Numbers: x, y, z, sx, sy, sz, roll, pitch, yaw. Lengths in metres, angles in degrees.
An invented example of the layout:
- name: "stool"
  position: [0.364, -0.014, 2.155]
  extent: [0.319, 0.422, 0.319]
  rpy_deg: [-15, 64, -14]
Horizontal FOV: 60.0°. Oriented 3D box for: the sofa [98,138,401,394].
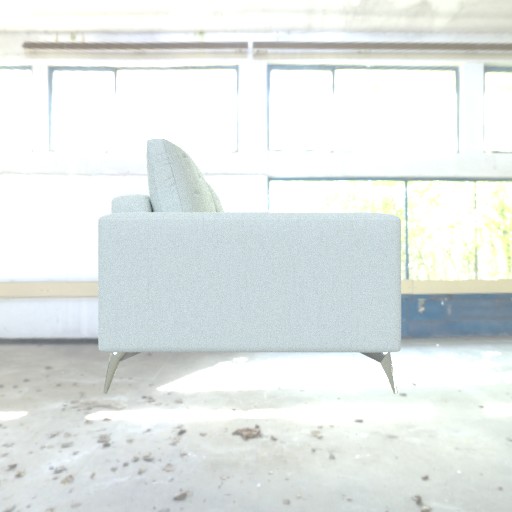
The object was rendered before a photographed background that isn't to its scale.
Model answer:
- name: "sofa"
  position: [0.000, 0.000, 2.095]
  extent: [0.920, 0.790, 1.650]
  rpy_deg: [0, 0, 0]
